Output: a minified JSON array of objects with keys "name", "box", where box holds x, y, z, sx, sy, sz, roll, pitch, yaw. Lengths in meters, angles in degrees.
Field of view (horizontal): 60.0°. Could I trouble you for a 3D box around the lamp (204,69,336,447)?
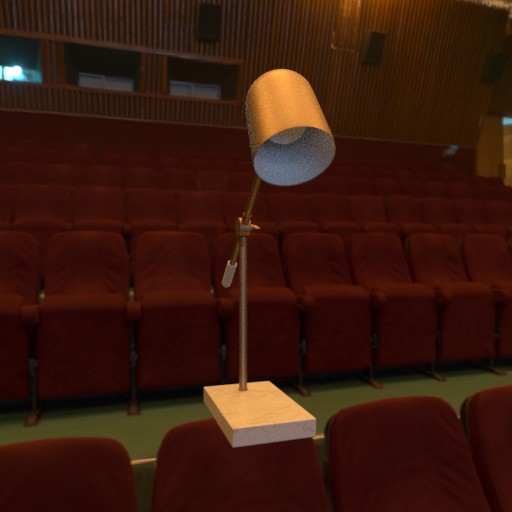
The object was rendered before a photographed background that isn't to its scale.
[{"name":"lamp","box":[0.000,0.000,0.818,0.144,0.603,0.471,0,0,-18]}]
